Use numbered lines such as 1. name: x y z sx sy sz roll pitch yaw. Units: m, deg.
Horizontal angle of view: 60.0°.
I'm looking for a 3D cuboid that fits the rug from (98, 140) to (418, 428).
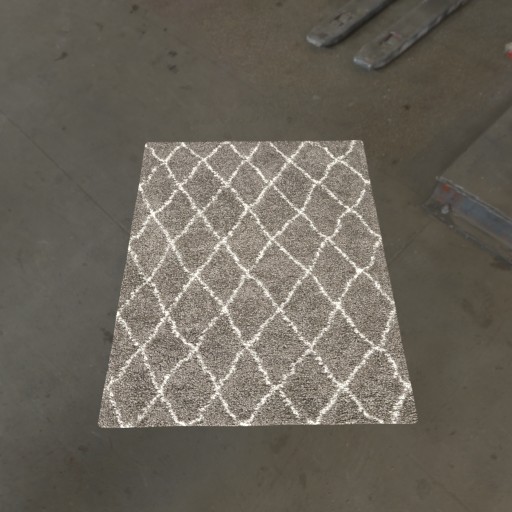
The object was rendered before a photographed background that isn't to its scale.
1. rug: 0.000 0.000 4.178 2.438 0.029 3.047 -1 58 0
